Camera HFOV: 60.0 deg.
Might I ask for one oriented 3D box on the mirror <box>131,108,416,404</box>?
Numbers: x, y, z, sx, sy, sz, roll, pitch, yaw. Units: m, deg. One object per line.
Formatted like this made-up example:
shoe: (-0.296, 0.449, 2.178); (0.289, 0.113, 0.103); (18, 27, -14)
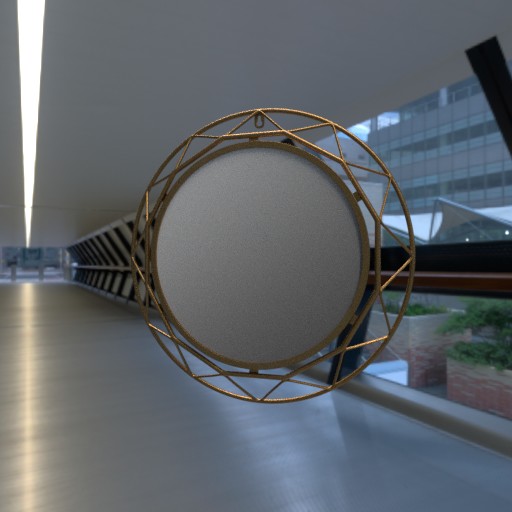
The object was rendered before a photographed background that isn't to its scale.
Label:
mirror: (0.000, 0.000, 0.667); (0.454, 0.454, 0.043); (0, 0, 17)
